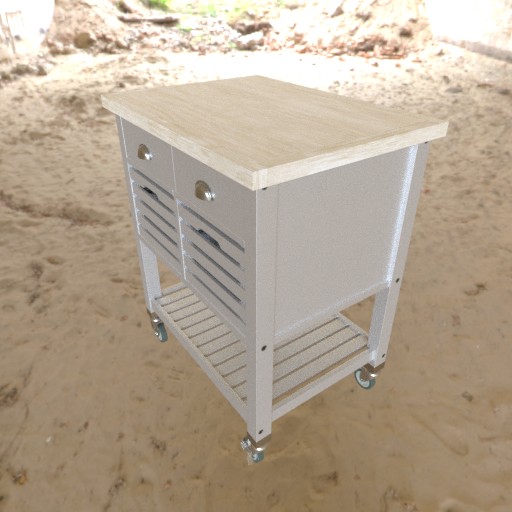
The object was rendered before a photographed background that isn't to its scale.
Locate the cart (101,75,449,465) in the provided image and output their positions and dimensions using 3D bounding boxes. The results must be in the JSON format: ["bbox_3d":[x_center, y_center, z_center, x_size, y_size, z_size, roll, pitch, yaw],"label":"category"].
[{"bbox_3d":[0.000,0.000,1.394,0.559,0.914,0.762,-21,37,-30],"label":"cart"}]
